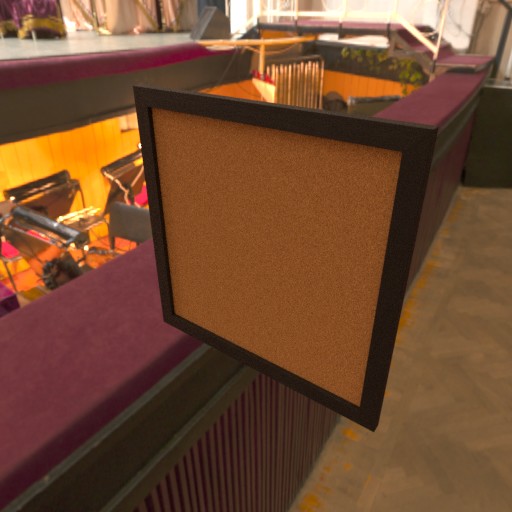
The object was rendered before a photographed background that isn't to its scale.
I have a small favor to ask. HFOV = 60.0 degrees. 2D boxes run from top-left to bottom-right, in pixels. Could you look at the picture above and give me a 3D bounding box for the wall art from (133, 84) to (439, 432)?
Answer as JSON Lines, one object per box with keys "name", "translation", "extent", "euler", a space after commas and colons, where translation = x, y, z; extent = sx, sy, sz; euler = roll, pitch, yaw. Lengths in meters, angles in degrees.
{"name": "wall art", "translation": [0.000, 0.000, 1.520], "extent": [1.016, 1.016, 0.038], "euler": [20, 35, 31]}
